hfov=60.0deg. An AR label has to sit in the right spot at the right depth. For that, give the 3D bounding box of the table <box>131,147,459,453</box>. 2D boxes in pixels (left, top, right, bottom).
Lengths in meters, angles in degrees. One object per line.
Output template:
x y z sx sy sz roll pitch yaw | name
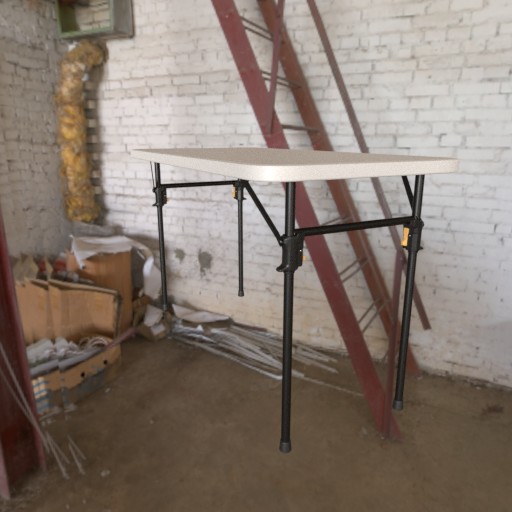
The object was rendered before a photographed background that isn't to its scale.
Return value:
0.000 0.000 1.604 0.610 0.729 1.219 -8 17 -27 | table
